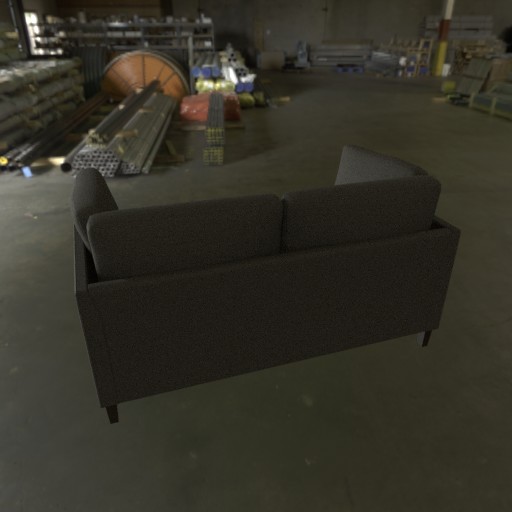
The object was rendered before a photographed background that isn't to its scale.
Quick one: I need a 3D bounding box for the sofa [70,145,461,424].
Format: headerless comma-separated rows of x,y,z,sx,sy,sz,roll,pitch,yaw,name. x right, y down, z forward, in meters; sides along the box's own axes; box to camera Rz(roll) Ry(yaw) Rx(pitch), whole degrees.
0.000,0.000,2.333,1.751,0.920,0.969,-9,29,-17,sofa
